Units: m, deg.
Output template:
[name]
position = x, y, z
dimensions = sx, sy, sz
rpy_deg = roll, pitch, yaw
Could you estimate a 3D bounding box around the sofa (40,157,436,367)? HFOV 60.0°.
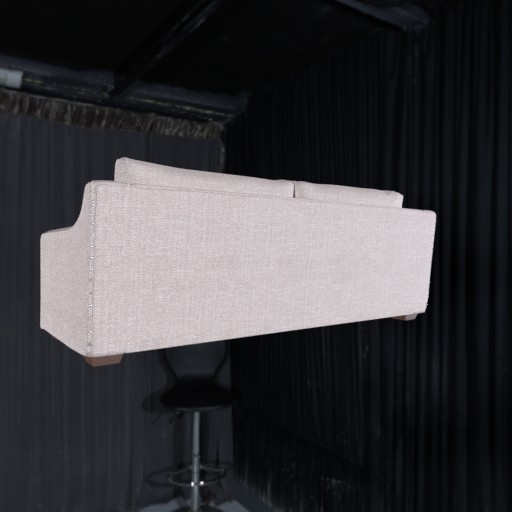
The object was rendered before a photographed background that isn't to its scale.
[sofa]
position = 0.000, 0.000, 2.659
dimensions = 2.208, 0.857, 1.000
rpy_deg = 0, 1, -36
